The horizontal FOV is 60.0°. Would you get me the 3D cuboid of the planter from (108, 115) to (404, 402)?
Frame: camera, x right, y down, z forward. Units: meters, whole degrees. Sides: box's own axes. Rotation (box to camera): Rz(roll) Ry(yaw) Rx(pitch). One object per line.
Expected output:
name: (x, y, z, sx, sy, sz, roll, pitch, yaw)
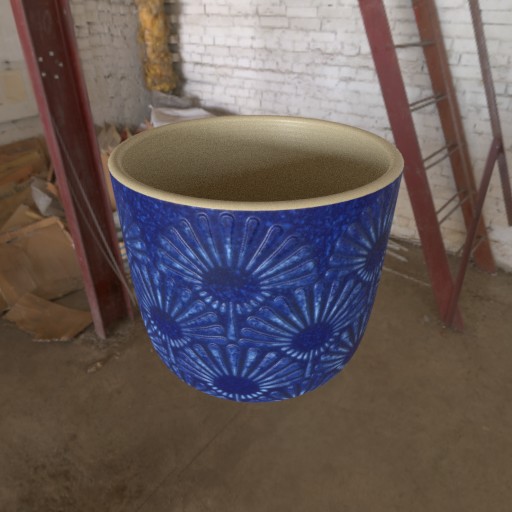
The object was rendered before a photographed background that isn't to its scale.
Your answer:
planter: (0.000, 0.000, 0.220, 0.124, 0.109, 0.124, 0, 31, 0)
